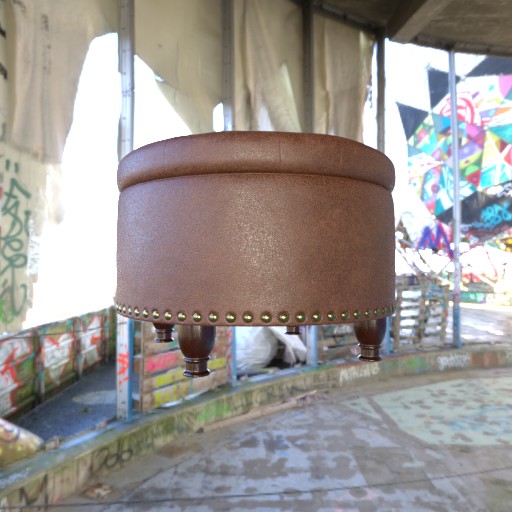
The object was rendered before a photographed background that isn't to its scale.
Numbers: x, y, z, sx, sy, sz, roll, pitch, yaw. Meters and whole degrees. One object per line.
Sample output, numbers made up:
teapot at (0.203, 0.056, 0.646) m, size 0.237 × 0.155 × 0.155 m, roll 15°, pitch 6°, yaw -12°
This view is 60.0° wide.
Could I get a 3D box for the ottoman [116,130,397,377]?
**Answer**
ottoman at (0.000, 0.000, 1.055) m, size 0.637 × 0.442 × 0.637 m, roll 0°, pitch -1°, yaw 0°
